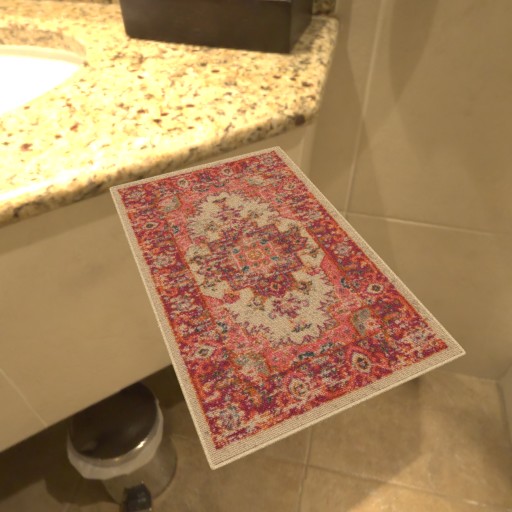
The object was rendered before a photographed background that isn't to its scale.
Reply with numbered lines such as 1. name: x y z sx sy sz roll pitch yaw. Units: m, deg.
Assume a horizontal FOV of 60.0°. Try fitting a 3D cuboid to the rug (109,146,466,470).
1. rug: 0.000 0.000 1.103 0.556 0.004 0.868 -18 48 -17
